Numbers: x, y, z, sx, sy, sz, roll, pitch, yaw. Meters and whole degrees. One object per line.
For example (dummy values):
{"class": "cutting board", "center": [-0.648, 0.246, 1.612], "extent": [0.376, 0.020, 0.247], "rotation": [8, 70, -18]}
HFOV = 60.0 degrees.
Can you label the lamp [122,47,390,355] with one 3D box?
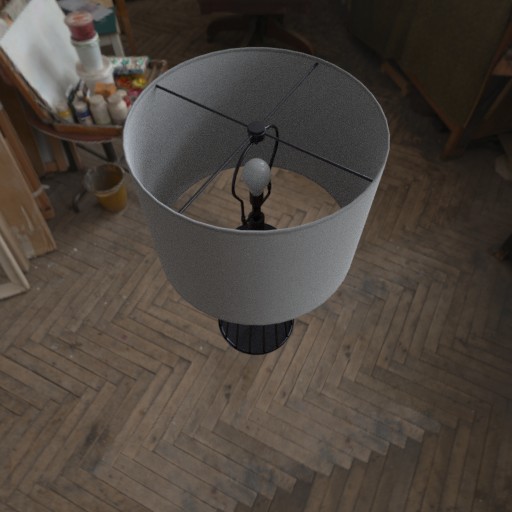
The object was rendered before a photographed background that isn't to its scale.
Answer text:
{"class": "lamp", "center": [0.000, 0.000, 0.789], "extent": [0.322, 0.593, 0.322], "rotation": [28, 62, 17]}
